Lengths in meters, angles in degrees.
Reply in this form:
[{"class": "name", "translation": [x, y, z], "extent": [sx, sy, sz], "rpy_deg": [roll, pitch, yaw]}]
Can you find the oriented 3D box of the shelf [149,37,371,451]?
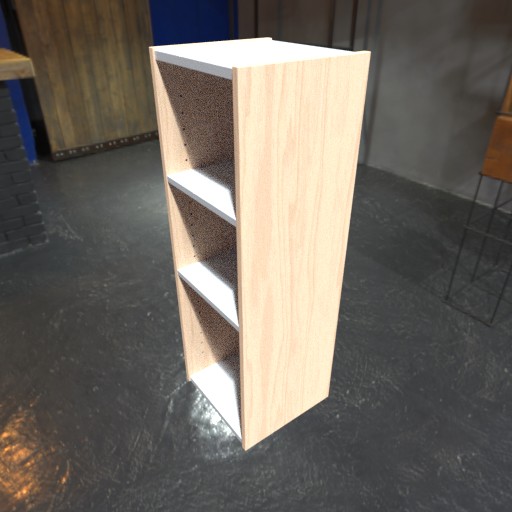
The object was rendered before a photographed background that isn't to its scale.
[{"class": "shelf", "translation": [0.000, 0.000, 1.058], "extent": [0.290, 0.900, 0.300], "rpy_deg": [-21, 38, -31]}]
